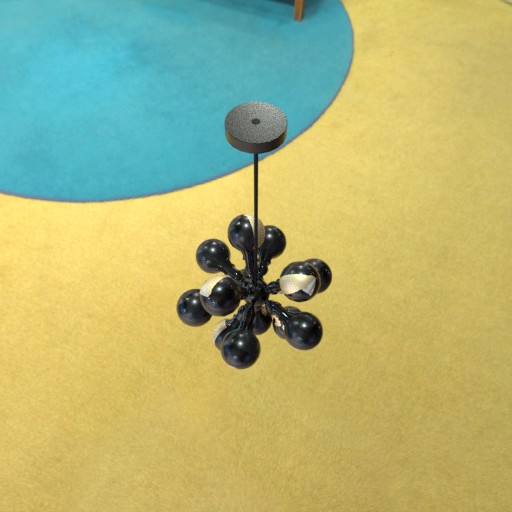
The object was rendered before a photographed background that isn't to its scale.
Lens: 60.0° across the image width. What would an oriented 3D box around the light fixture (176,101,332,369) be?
[{"bbox_3d":[0.000,0.000,1.133,0.468,0.859,0.420,-14,58,-9],"label":"light fixture"}]
